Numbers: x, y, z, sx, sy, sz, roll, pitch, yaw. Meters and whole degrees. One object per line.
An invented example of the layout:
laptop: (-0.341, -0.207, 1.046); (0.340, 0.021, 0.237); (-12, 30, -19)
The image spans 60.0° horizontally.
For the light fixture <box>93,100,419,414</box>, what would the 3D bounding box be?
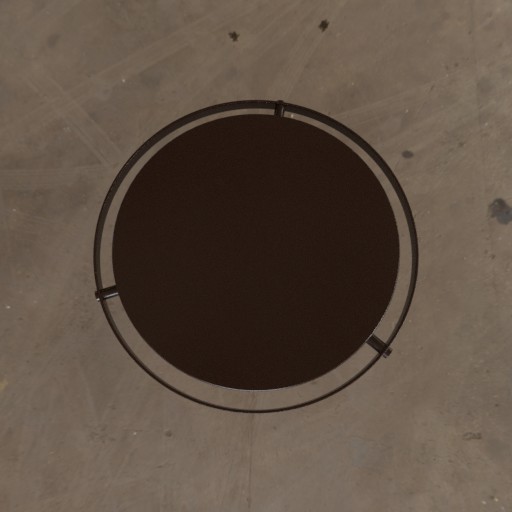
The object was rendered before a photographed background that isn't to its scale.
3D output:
light fixture: (0.000, 0.000, 0.551); (0.361, 0.130, 0.361); (0, 75, 0)
